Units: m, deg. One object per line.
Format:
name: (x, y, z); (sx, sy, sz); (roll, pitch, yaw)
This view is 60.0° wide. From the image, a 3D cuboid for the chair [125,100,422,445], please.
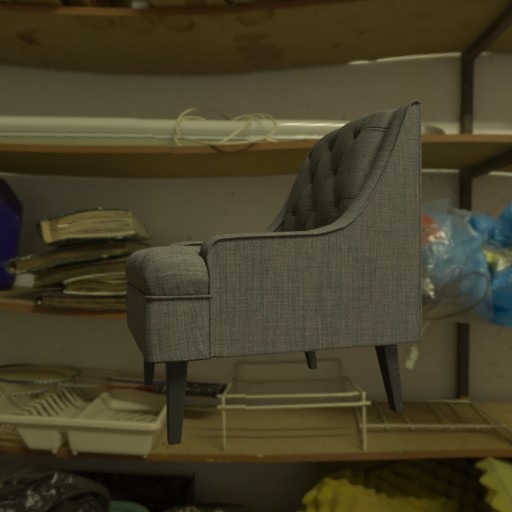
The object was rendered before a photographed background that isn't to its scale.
chair: (0.000, 0.000, 1.404); (0.771, 0.891, 0.655); (0, 0, -20)
